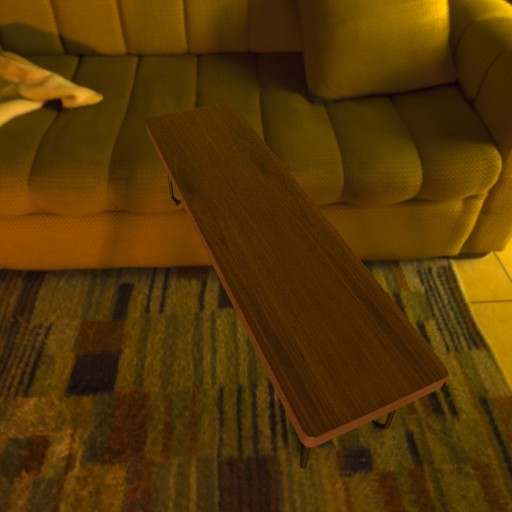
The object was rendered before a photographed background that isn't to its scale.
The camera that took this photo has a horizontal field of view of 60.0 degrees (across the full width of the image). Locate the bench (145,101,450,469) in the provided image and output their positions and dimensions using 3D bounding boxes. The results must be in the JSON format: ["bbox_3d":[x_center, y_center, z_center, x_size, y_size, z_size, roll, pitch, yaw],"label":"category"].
[{"bbox_3d":[0.000,0.000,1.740,0.425,0.462,1.570,-18,49,-16],"label":"bench"}]
